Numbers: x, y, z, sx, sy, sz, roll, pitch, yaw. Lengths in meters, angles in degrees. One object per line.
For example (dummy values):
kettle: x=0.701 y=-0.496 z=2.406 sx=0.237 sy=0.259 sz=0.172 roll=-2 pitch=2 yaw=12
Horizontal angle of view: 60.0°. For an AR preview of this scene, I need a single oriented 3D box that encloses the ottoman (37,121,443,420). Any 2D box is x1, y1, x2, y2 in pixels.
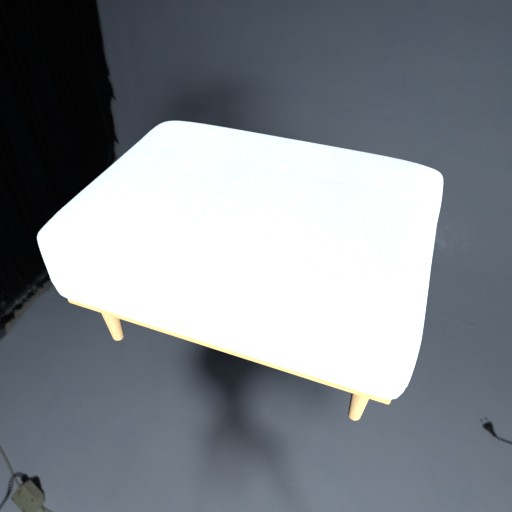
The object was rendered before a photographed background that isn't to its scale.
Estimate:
ottoman: x=0.000 y=0.000 z=1.047 sx=0.749 sy=0.428 sz=0.549 roll=14 pitch=45 yaw=15
